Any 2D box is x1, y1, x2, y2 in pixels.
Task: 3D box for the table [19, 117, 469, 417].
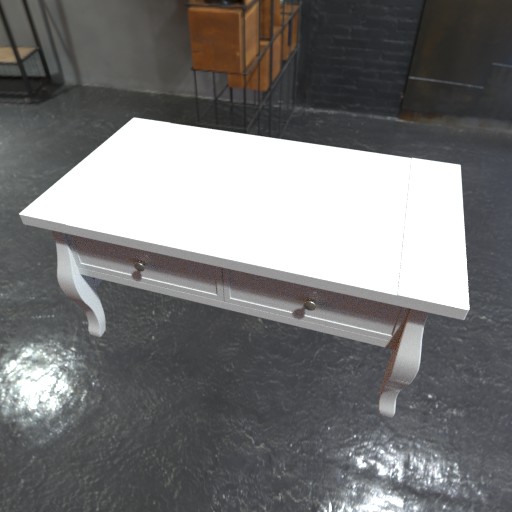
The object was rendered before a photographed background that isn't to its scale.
[{"bbox_3d":[0.000,0.000,1.363,1.062,0.495,0.600,12,43,13],"label":"table"}]
